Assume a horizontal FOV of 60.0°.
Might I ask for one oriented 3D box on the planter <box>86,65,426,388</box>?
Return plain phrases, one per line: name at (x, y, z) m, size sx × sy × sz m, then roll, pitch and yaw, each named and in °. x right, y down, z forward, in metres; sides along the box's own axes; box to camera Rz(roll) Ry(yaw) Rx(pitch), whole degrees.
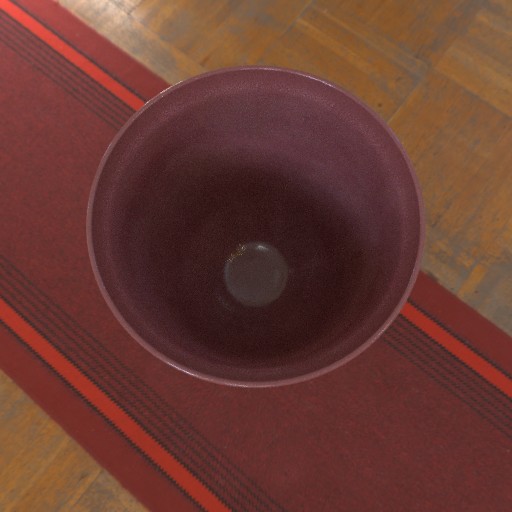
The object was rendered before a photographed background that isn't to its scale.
planter at (0.000, 0.000, 0.358) m, size 0.195 × 0.214 × 0.195 m, roll 0°, pitch 76°, yaw 0°
